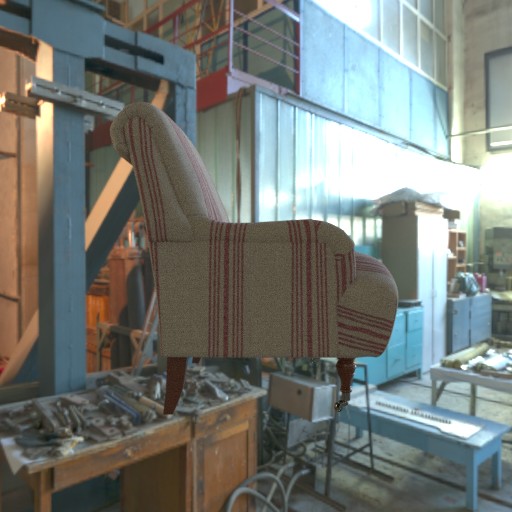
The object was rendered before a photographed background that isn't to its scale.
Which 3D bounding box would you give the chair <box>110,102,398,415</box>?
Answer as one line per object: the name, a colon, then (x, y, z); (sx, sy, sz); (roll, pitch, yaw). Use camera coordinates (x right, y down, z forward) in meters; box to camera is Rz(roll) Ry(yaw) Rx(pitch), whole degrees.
chair: (0.000, 0.000, 1.949); (1.058, 1.123, 0.933); (0, 1, 0)
